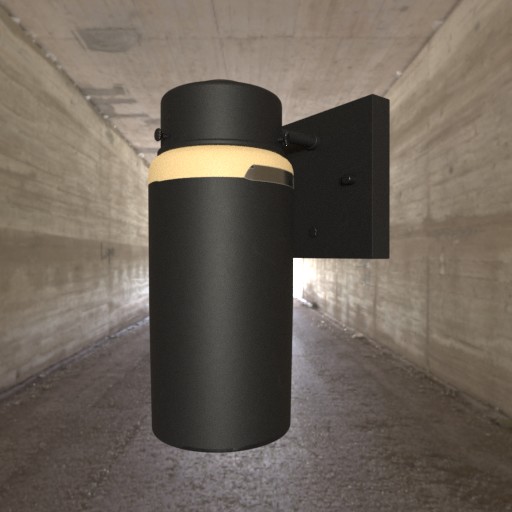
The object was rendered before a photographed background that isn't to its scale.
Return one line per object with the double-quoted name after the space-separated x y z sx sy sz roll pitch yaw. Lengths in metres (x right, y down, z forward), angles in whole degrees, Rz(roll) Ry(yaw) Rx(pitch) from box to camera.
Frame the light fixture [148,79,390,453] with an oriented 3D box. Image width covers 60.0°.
0.000 0.000 0.360 0.176 0.257 0.130 0 0 -37 "light fixture"
